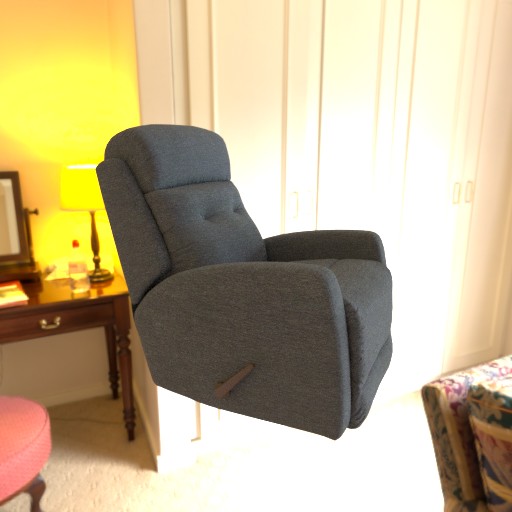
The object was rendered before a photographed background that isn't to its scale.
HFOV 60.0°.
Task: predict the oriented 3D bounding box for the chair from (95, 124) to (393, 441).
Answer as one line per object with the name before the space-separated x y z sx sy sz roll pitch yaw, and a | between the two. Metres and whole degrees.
chair | 0.000 0.000 1.754 1.043 1.013 0.798 7 16 26
